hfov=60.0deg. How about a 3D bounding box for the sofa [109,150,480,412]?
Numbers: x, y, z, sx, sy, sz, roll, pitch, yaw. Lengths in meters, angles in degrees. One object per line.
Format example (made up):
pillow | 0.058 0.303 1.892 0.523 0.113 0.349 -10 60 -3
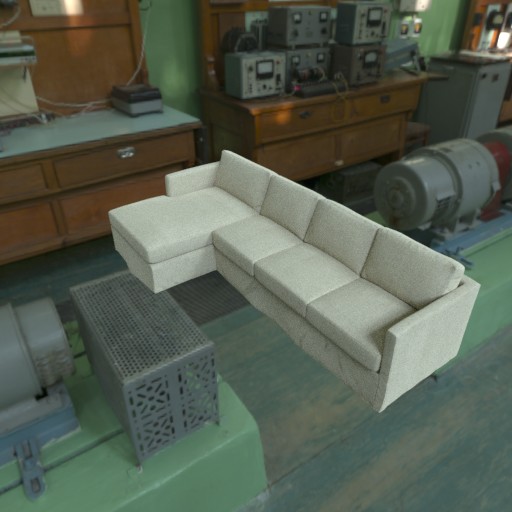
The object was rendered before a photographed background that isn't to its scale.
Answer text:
sofa | 0.000 0.000 3.967 1.650 0.922 3.205 -21 38 -30
